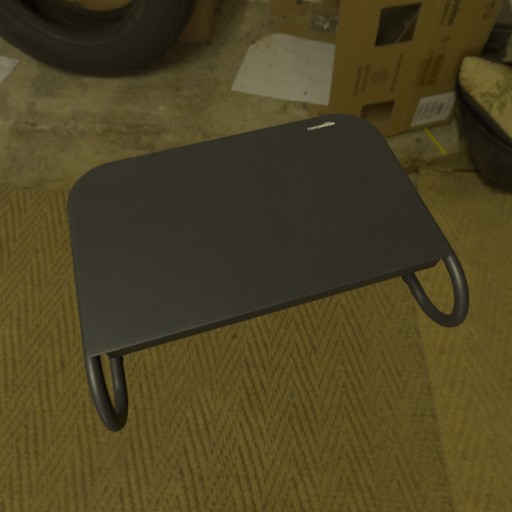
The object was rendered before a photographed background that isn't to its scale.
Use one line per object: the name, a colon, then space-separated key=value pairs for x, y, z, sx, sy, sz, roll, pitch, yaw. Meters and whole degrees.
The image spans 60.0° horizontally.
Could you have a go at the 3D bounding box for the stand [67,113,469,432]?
stand: x=0.000 y=0.000 z=0.500 sx=0.370 sy=0.108 sz=0.280 roll=-15 pitch=61 yaw=-8
